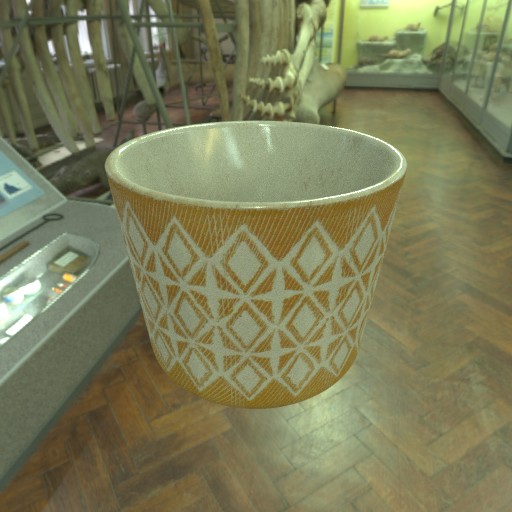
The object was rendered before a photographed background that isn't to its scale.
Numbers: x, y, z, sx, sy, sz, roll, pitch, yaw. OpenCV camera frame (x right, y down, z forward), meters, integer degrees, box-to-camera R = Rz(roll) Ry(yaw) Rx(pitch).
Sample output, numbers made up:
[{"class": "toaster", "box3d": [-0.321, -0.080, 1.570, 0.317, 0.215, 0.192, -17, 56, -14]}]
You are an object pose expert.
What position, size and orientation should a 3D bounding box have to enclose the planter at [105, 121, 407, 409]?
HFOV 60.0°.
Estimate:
[{"class": "planter", "box3d": [0.000, 0.000, 0.218, 0.126, 0.104, 0.126, 0, 29, 0]}]
